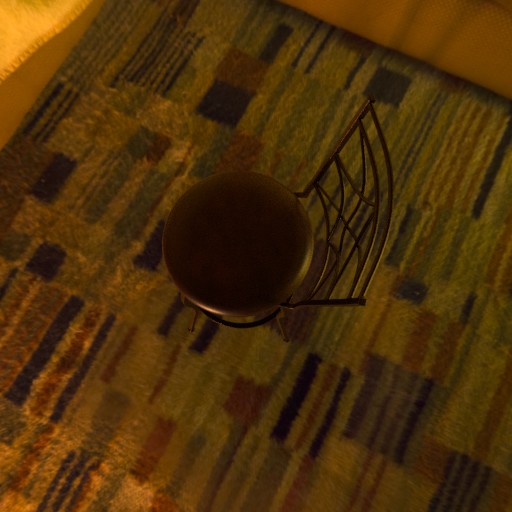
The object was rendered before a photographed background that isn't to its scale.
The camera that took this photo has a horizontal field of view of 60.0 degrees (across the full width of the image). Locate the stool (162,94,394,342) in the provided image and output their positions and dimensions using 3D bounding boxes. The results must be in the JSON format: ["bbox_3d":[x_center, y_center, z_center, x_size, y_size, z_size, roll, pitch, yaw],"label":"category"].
[{"bbox_3d":[0.000,0.000,1.391,0.534,1.117,0.434,6,75,2],"label":"stool"}]
